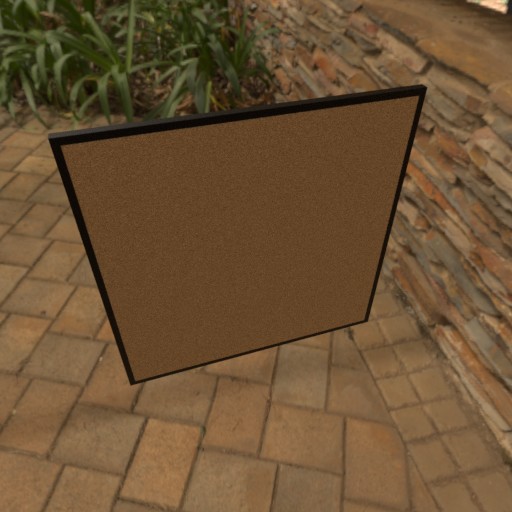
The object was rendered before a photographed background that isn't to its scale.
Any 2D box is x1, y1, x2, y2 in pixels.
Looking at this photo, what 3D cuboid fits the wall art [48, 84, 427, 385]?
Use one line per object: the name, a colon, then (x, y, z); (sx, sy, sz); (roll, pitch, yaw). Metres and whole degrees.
wall art: (0.000, 0.000, 0.667); (0.457, 0.458, 0.012); (-12, 43, -14)
